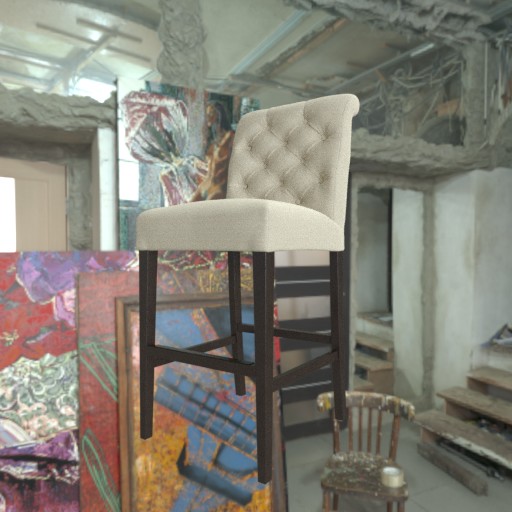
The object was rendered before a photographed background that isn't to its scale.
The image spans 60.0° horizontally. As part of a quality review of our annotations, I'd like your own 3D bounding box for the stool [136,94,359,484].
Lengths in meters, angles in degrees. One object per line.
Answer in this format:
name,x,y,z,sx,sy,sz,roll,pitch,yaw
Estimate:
stool,0.000,0.000,1.447,0.482,1.118,0.610,1,2,35
